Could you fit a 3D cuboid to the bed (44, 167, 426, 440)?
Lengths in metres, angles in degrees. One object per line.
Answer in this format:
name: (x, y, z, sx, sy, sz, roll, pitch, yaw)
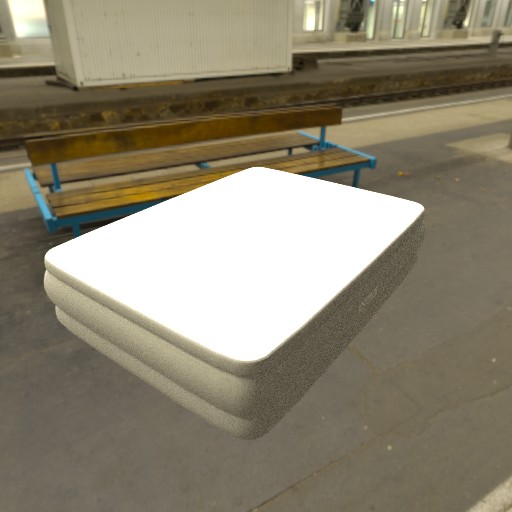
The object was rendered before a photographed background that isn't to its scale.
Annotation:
bed: (0.000, 0.000, 2.729, 1.520, 0.460, 2.036, 20, 35, 32)
